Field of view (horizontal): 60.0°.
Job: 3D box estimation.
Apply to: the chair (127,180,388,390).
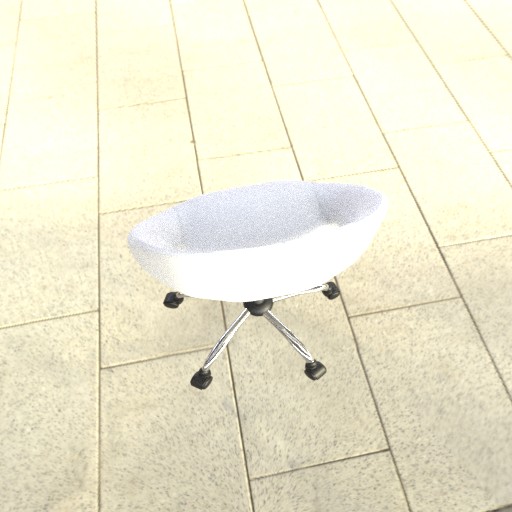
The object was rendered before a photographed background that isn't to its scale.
[{"bbox_3d":[0.000,0.000,1.200,0.612,0.791,0.538,-11,59,-7],"label":"chair"}]
